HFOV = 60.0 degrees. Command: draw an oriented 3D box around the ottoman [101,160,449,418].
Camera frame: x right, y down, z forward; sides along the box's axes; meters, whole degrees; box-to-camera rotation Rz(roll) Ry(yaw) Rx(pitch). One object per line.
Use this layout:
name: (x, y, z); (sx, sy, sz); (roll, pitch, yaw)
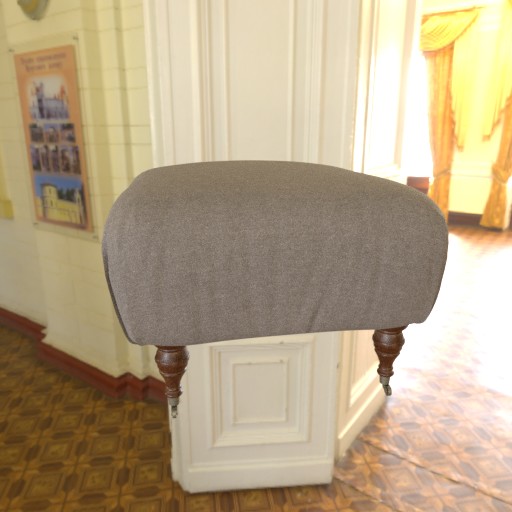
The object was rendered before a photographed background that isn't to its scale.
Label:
ottoman: (0.000, 0.000, 1.097); (0.622, 0.450, 0.747); (-3, 16, -9)
